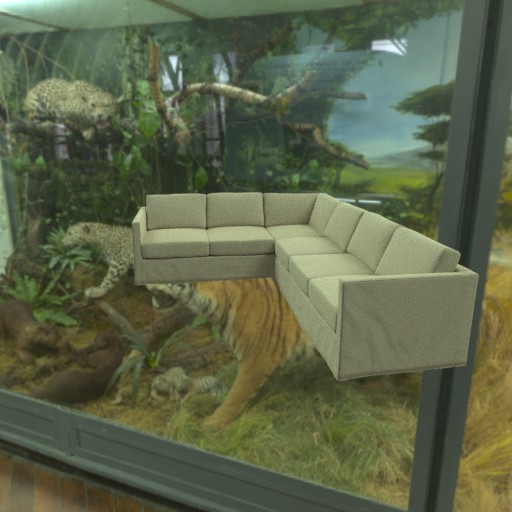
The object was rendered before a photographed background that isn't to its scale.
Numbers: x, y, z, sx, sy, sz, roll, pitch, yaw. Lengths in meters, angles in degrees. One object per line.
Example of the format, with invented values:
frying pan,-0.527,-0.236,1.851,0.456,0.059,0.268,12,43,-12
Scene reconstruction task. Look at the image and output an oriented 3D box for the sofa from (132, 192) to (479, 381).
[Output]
sofa,0.000,0.000,4.245,2.432,0.871,3.182,-2,15,-9
